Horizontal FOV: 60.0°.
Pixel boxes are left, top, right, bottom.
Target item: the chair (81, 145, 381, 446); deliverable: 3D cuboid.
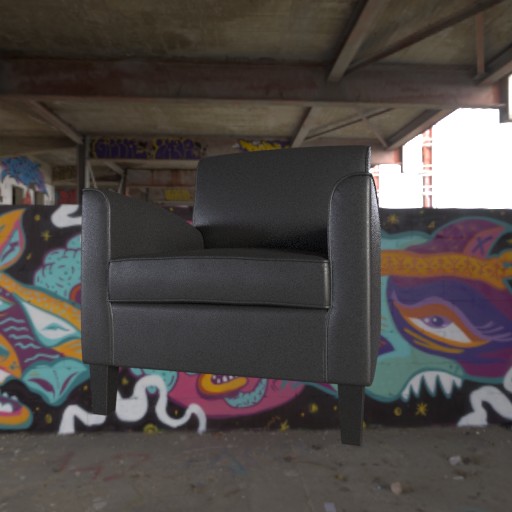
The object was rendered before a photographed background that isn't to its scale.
[{"bbox_3d":[0.000,0.000,1.522,0.820,0.916,0.819,0,-1,17],"label":"chair"}]
